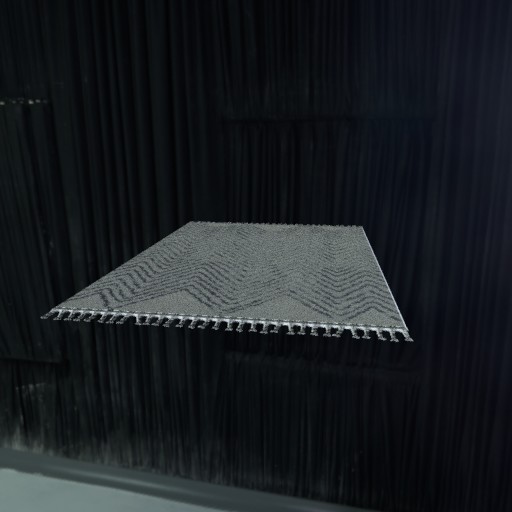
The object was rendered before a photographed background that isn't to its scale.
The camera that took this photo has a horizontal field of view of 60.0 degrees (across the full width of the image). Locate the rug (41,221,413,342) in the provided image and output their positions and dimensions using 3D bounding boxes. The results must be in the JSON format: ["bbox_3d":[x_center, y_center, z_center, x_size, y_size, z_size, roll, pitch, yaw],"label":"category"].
[{"bbox_3d":[0.000,0.000,2.297,1.230,0.014,1.847,2,15,8],"label":"rug"}]
